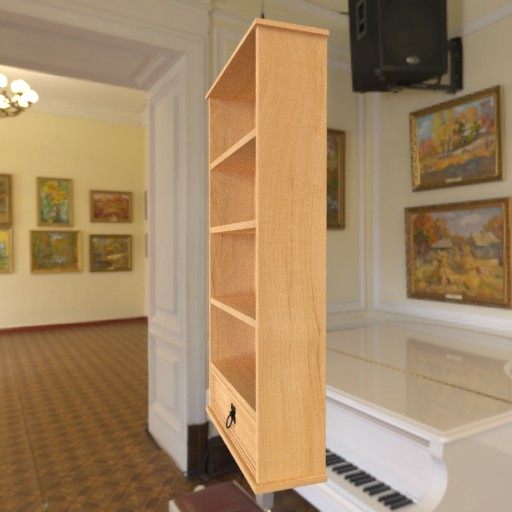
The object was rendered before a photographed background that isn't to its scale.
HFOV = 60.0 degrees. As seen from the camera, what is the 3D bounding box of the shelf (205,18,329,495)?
[{"bbox_3d":[0.000,0.000,1.226,0.175,1.030,0.520,0,1,-18],"label":"shelf"}]
